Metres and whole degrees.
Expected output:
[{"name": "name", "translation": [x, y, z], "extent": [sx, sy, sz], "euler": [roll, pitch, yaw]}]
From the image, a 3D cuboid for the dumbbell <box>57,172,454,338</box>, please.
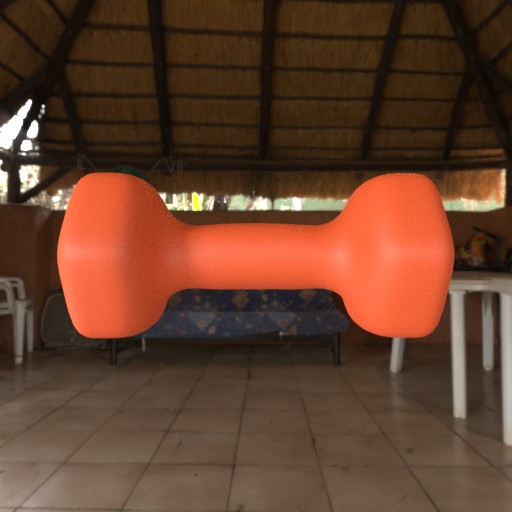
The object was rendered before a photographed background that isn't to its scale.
[{"name": "dumbbell", "translation": [0.000, 0.000, 0.202], "extent": [0.162, 0.071, 0.079], "euler": [0, -1, 0]}]
